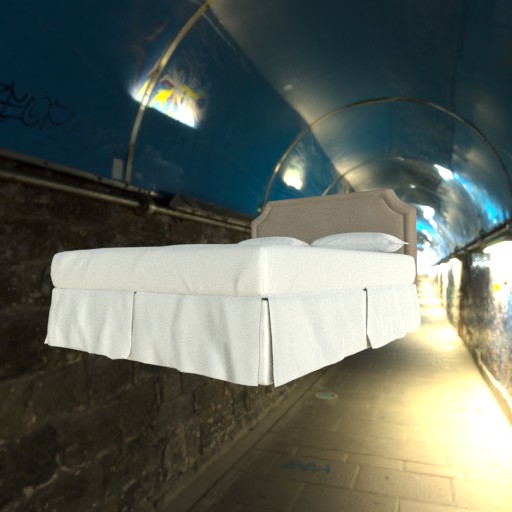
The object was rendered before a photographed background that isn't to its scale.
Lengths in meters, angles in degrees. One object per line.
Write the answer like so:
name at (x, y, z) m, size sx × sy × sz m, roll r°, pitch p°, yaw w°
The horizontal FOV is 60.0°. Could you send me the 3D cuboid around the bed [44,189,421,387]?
bed at (0.000, 0.000, 3.546) m, size 1.977 × 1.293 × 2.498 m, roll -1°, pitch -2°, yaw 36°
